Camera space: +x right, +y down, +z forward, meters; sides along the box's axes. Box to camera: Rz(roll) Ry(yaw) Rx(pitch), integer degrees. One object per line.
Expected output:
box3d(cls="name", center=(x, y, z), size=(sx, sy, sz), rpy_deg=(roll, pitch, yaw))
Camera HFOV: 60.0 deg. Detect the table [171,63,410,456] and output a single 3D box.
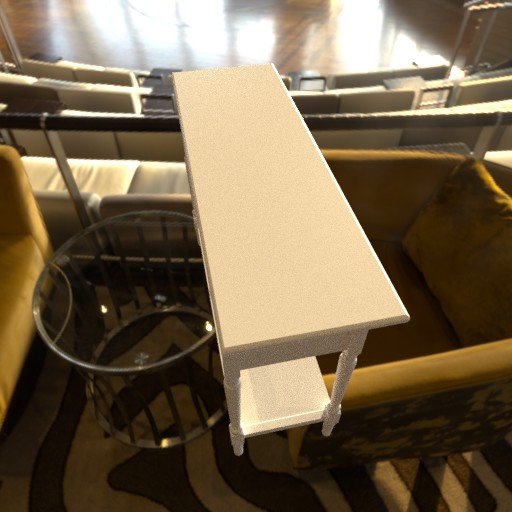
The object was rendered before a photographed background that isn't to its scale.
box3d(cls="table", center=(0.000, 0.000, 1.555), size=(0.386, 0.814, 1.191), rpy_deg=(-9, 48, -8))
